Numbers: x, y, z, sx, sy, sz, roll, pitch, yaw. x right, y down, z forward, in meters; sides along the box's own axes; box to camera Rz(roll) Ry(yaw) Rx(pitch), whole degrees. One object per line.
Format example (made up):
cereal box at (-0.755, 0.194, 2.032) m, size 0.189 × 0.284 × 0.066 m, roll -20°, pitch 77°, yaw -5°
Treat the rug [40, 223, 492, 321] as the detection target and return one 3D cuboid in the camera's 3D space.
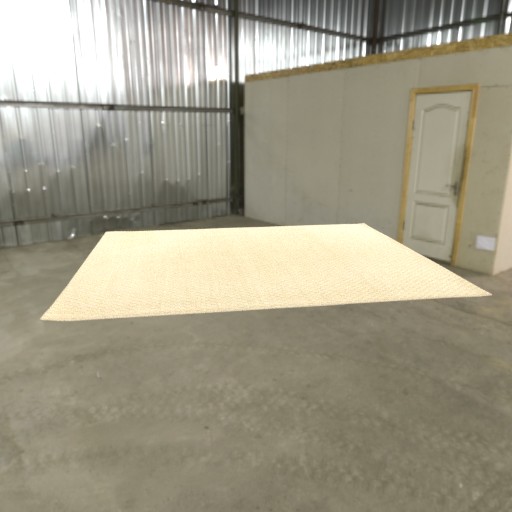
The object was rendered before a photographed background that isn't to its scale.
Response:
rug at (0.000, 0.000, 3.862) m, size 2.897 × 0.035 × 2.277 m, roll -2°, pitch 17°, yaw -8°
